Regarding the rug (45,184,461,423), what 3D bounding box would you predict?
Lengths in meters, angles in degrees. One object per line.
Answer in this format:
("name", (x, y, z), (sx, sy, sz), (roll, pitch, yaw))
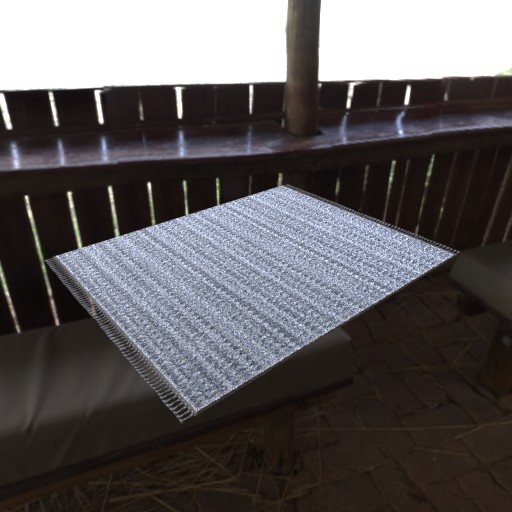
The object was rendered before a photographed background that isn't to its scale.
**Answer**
("rug", (0.000, 0.000, 3.905), (2.910, 0.013, 2.256), (-22, 36, -34))
